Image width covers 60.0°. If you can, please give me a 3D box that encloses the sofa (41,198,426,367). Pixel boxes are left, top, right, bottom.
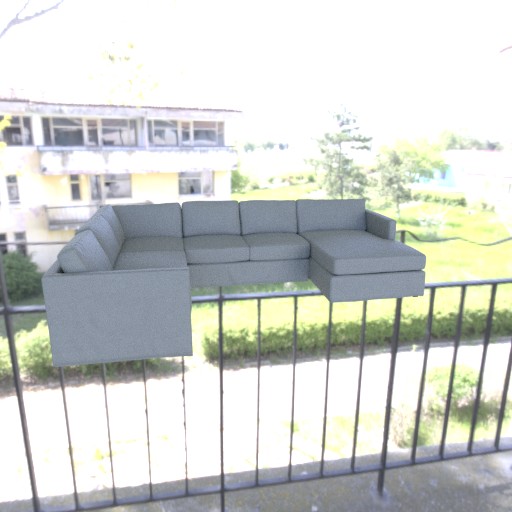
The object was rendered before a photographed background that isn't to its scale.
[{"bbox_3d":[0.000,0.000,4.540,3.460,0.882,2.427,-3,15,-11],"label":"sofa"}]
